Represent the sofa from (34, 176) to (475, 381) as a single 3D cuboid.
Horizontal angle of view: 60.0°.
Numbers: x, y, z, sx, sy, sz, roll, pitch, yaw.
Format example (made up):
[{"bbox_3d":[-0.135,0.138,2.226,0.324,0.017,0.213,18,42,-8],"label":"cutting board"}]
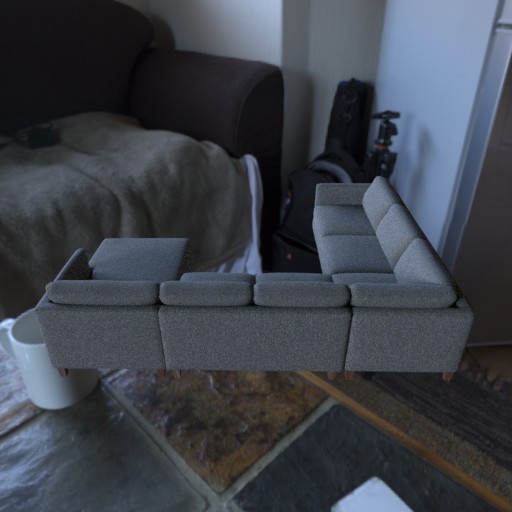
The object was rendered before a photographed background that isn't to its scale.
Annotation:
[{"bbox_3d":[0.000,0.000,4.400,3.238,0.853,2.551,0,31,1],"label":"sofa"}]
